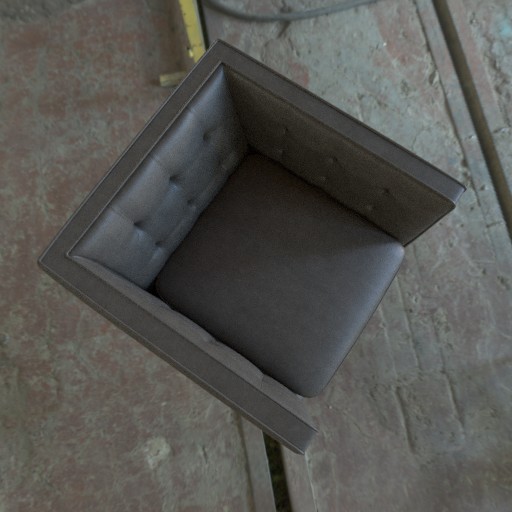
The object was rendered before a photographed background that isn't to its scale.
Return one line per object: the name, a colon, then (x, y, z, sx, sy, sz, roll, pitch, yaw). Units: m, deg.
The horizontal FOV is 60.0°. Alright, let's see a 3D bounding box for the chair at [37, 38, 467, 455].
chair: (0.000, 0.000, 1.580, 0.894, 0.790, 0.880, 34, 79, 7)
